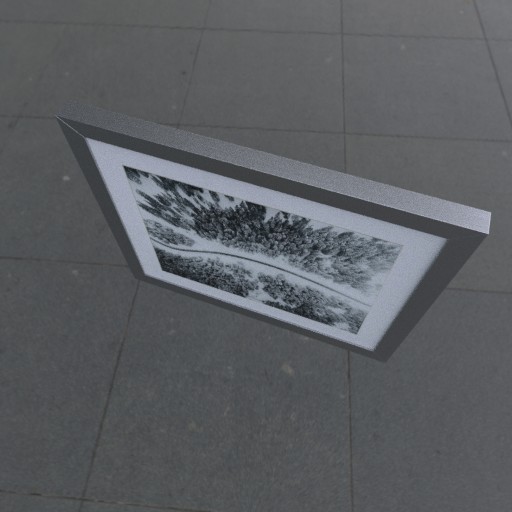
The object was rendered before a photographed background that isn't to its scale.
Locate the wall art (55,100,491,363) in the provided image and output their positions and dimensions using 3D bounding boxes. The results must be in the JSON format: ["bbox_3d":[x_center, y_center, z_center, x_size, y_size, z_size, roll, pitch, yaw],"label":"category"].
[{"bbox_3d":[0.000,0.000,0.741,0.557,0.456,0.032,17,60,10],"label":"wall art"}]
